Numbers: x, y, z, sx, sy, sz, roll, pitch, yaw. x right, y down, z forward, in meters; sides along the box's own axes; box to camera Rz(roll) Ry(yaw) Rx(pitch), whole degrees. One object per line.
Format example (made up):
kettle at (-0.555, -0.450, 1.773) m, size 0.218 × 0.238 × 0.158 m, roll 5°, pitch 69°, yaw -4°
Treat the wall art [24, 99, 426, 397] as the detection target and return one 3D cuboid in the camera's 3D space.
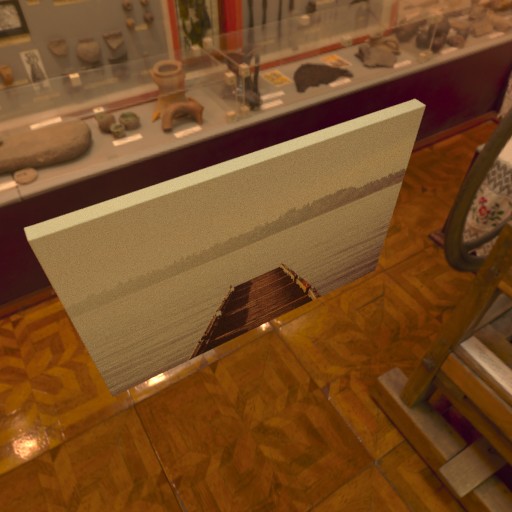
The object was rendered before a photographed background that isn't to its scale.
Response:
wall art at (0.000, 0.000, 1.142) m, size 0.916 × 0.609 × 0.037 m, roll -23°, pitch 52°, yaw -19°
